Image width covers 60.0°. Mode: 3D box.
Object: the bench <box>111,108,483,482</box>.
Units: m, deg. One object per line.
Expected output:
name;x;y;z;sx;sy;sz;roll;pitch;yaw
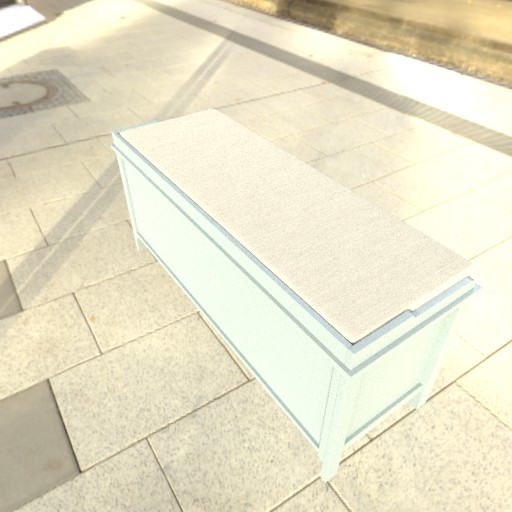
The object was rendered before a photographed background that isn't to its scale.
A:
bench;0.000;0.000;1.359;0.398;0.501;1.140;-24;45;-26
